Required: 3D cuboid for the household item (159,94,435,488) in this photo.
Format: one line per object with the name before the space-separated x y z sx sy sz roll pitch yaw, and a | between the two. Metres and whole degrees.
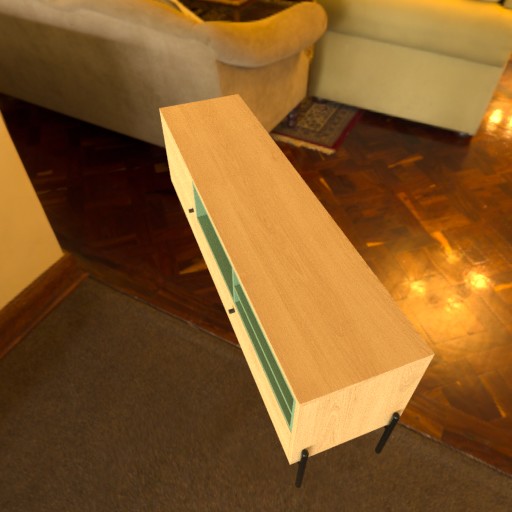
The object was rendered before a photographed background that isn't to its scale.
household item | 0.000 0.000 1.785 0.400 0.600 1.550 -16 48 -14
